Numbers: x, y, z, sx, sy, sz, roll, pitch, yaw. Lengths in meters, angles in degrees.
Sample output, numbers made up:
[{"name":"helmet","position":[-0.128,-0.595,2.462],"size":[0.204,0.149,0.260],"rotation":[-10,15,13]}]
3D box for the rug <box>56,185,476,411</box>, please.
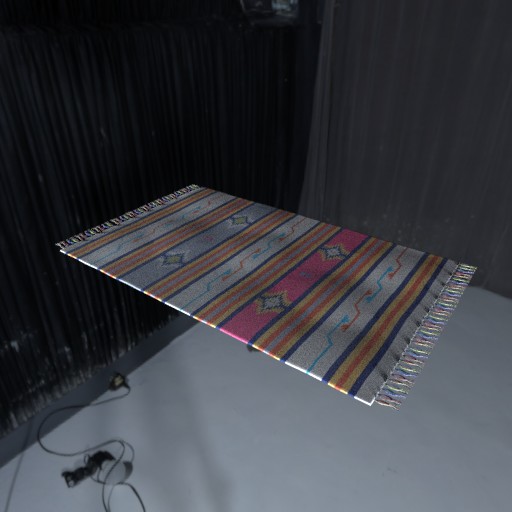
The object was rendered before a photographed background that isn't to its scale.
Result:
[{"name":"rug","position":[0.000,0.000,2.212],"size":[1.849,0.013,1.084],"rotation":[20,36,30]}]
